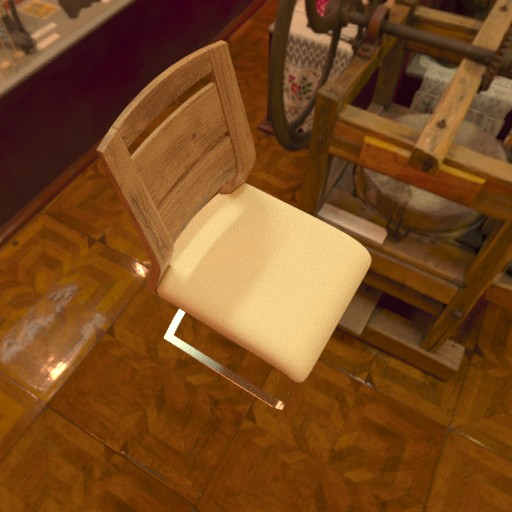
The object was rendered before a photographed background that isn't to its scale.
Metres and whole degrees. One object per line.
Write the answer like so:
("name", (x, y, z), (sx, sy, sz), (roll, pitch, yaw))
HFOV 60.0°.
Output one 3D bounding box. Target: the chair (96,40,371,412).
("chair", (0.000, 0.000, 1.244), (0.561, 0.955, 0.457), (28, 61, 17))
